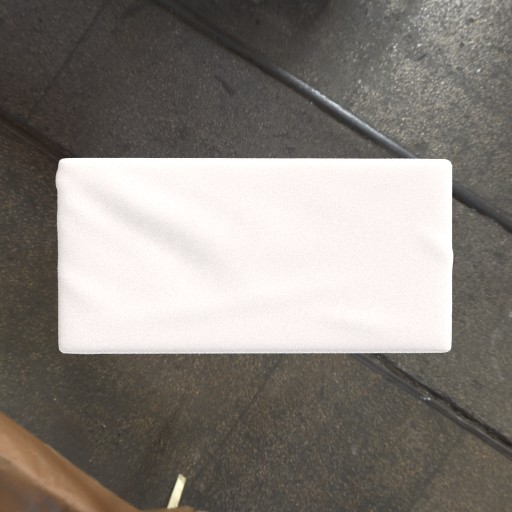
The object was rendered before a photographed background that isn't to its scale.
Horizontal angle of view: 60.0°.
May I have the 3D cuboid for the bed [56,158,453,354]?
[{"bbox_3d":[0.000,0.000,2.142,1.860,0.312,0.940,0,90,-1],"label":"bed"}]
